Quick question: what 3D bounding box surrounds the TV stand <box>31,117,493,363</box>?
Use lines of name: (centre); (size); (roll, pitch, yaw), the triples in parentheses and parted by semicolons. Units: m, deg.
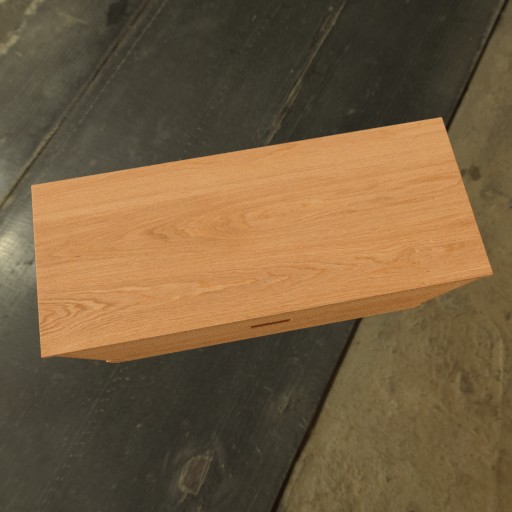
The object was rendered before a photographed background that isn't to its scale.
TV stand: (0.000, 0.000, 1.359); (1.080, 0.550, 0.440); (-10, 75, -3)
